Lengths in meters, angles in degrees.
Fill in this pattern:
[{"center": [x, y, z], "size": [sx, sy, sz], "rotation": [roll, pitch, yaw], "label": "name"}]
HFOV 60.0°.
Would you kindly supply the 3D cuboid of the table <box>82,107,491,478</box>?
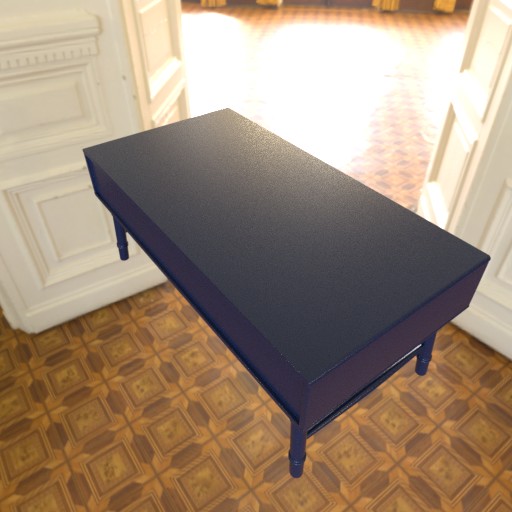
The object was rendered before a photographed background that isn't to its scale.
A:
[{"center": [0.000, 0.000, 1.351], "size": [0.572, 0.457, 1.067], "rotation": [-26, 47, -27], "label": "table"}]
